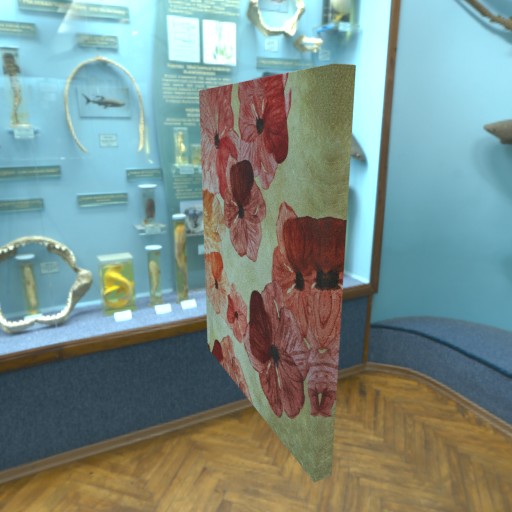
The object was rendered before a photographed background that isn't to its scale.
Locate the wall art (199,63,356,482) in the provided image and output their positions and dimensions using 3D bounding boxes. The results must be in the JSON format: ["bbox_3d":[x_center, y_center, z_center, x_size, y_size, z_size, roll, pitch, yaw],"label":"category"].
[{"bbox_3d":[0.000,0.000,0.689,0.028,0.508,0.406,-8,18,-25],"label":"wall art"}]
